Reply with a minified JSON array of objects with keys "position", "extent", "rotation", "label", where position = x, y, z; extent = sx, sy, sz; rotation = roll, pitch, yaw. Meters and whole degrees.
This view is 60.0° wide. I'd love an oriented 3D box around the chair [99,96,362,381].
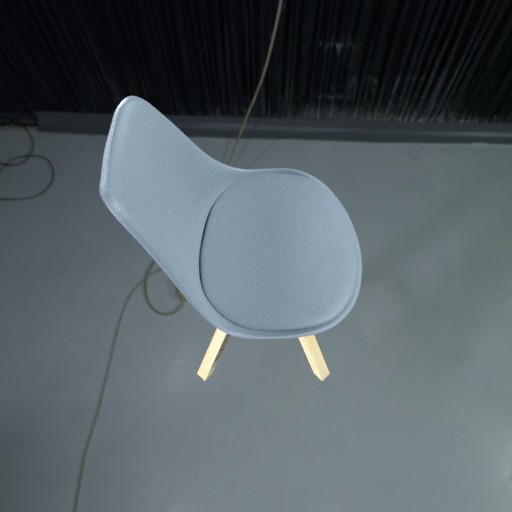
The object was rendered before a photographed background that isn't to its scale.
[{"position":[0.000,0.000,1.166],"extent":[0.549,0.850,0.485],"rotation":[0,62,0],"label":"chair"}]
